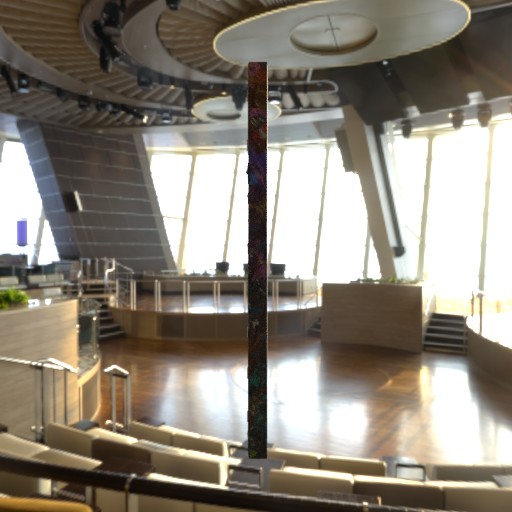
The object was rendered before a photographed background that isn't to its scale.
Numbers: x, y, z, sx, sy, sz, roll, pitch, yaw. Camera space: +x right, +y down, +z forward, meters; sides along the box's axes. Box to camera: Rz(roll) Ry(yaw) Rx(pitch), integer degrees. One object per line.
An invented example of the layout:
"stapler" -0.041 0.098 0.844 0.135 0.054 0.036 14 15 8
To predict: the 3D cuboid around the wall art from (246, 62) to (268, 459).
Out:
"wall art" 0.000 0.000 1.414 0.042 0.760 1.136 0 1 0
